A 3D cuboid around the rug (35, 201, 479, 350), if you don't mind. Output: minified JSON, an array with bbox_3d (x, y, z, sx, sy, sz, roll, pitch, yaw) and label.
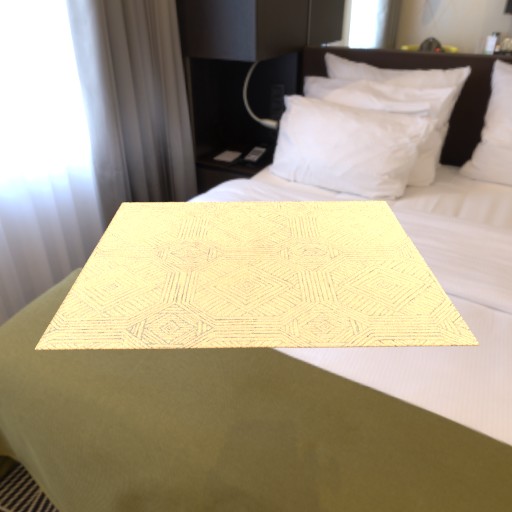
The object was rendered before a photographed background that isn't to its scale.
[{"bbox_3d":[0.000,0.000,4.090,3.049,0.015,2.457,0,31,-1],"label":"rug"}]
